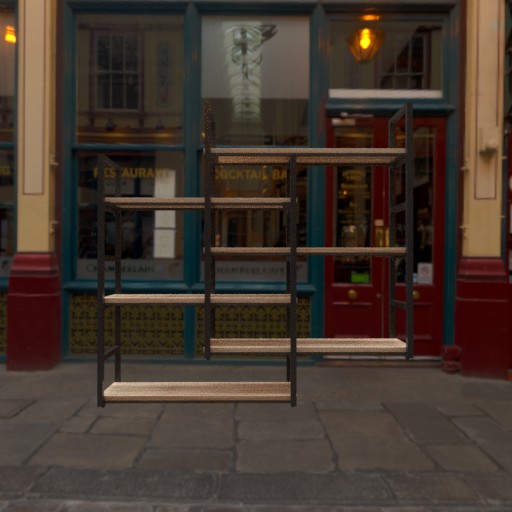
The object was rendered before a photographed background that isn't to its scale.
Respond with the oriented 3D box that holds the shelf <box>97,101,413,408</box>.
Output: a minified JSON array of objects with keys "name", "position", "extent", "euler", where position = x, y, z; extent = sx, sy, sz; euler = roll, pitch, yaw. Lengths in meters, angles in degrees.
[{"name":"shelf","position":[0.000,0.000,1.411],"extent":[0.946,0.921,0.183],"euler":[0,0,0]}]
